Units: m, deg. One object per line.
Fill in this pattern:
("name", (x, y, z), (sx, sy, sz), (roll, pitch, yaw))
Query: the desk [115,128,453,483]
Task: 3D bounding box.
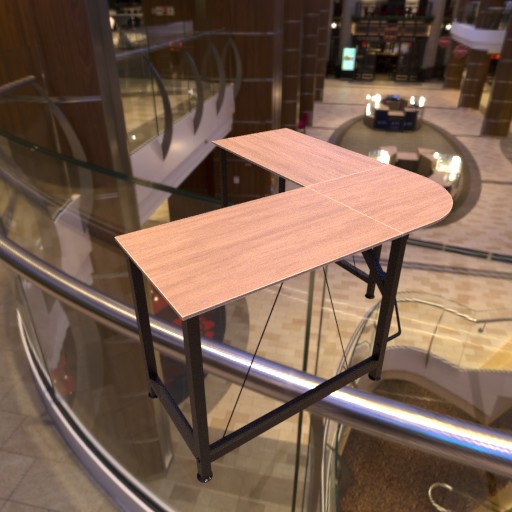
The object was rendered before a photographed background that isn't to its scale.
("desk", (0.000, 0.000, 2.189), (1.400, 0.762, 1.400), (-19, 35, -29))
